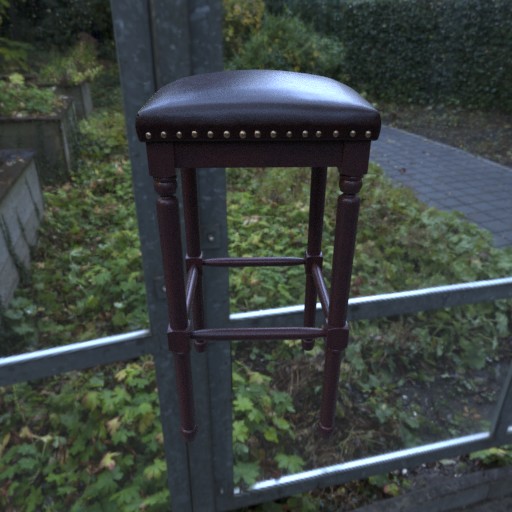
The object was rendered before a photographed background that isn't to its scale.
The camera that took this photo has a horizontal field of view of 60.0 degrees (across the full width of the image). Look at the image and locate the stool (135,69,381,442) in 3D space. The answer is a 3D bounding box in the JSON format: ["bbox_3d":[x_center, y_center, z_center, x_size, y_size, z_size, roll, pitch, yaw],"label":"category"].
[{"bbox_3d":[0.000,0.000,0.991,0.382,0.768,0.383,-1,27,-1],"label":"stool"}]
